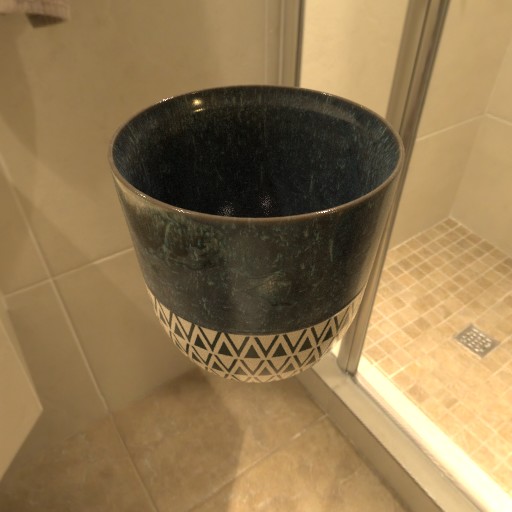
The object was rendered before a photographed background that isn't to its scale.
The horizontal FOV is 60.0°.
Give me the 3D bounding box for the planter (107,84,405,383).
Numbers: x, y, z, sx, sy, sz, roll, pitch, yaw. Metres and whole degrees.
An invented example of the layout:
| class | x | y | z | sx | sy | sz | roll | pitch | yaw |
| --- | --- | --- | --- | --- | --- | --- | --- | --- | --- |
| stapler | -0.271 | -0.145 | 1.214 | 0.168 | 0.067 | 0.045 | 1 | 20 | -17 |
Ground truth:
| class | x | y | z | sx | sy | sz | roll | pitch | yaw |
| --- | --- | --- | --- | --- | --- | --- | --- | --- | --- |
| planter | 0.000 | 0.000 | 0.368 | 0.195 | 0.214 | 0.195 | 0 | 41 | 0 |
